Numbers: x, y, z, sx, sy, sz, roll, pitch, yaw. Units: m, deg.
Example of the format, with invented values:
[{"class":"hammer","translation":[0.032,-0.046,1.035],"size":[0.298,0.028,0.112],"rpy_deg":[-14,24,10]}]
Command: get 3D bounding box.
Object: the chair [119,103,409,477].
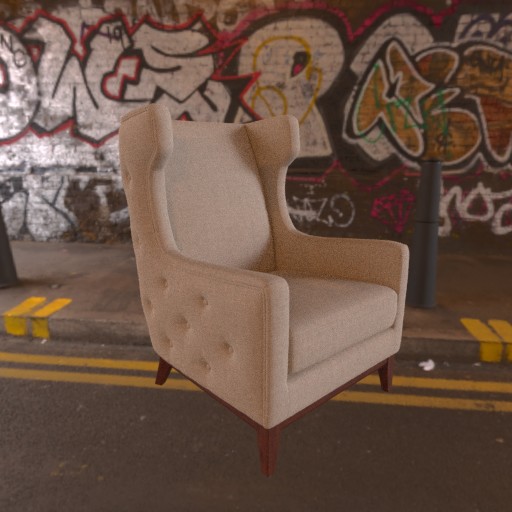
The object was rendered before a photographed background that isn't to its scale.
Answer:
[{"class":"chair","translation":[0.000,0.000,1.687],"size":[0.778,1.079,0.899],"rpy_deg":[-12,18,-43]}]
